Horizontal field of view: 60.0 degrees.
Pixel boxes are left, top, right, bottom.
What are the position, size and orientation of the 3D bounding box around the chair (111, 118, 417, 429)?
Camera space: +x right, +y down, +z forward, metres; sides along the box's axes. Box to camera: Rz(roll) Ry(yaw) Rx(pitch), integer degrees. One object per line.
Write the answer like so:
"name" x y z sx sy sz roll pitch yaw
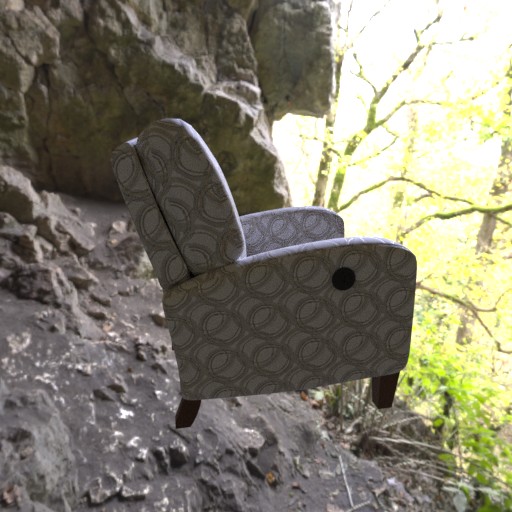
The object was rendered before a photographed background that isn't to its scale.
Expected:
"chair" 0.000 0.000 1.798 0.995 1.065 0.796 -3 17 -11
